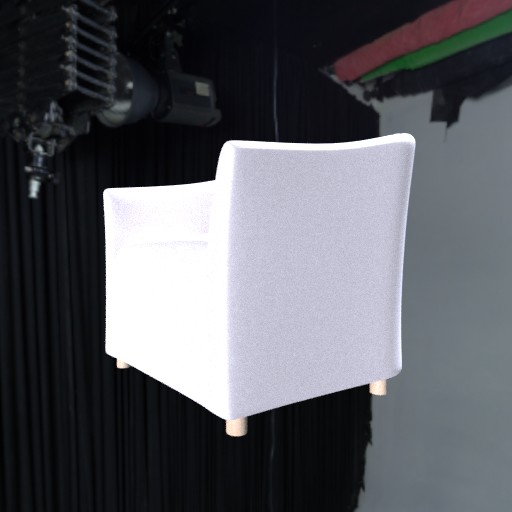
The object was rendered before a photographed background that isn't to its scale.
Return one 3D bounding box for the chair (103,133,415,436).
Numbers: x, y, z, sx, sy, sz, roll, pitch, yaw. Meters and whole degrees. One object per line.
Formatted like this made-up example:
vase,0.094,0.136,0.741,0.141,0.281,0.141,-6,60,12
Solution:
chair,0.000,0.000,1.345,0.700,0.720,0.790,0,0,-36
